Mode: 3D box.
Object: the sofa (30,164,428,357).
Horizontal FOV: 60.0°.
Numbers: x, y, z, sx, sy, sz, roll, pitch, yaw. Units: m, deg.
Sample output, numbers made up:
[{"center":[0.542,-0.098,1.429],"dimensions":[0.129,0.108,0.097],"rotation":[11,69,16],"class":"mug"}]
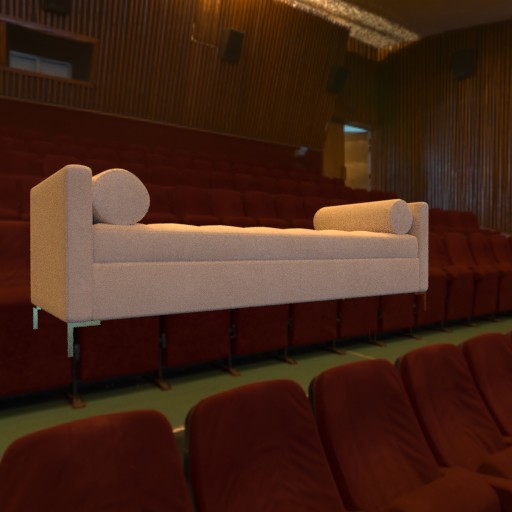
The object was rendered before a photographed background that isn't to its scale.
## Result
[{"center":[0.000,0.000,2.267],"dimensions":[1.981,0.635,0.686],"rotation":[0,1,-36],"class":"sofa"}]
